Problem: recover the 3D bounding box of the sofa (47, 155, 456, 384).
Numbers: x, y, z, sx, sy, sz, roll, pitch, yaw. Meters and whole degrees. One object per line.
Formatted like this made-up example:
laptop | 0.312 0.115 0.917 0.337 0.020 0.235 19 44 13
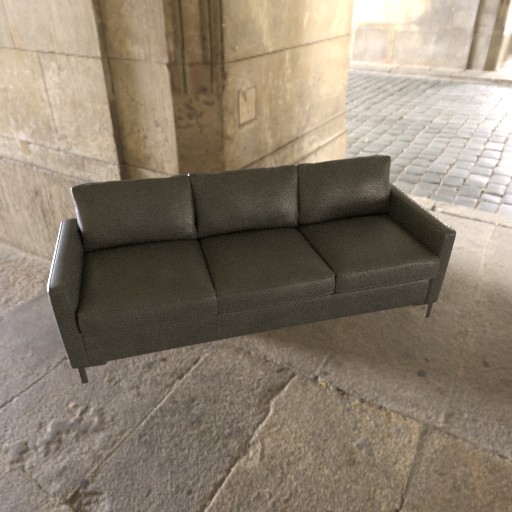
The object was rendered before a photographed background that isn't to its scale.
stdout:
sofa | 0.000 0.000 2.432 2.029 0.805 0.748 -8 33 -13
